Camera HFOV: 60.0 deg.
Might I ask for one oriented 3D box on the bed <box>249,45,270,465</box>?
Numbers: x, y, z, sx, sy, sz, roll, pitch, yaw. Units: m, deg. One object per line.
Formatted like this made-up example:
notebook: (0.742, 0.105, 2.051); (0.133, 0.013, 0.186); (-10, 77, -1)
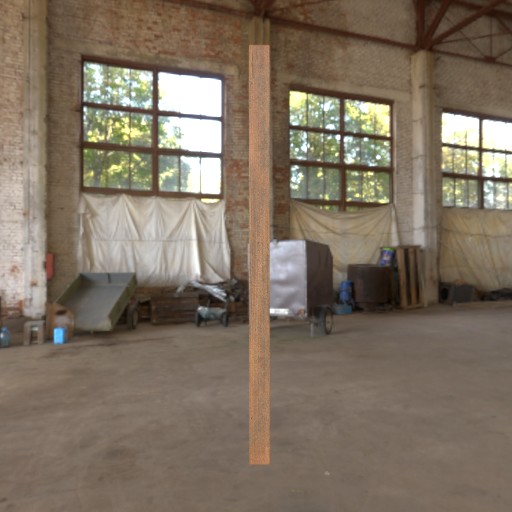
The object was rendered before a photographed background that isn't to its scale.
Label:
bed: (0.000, 0.000, 1.515); (0.046, 0.942, 1.046); (0, 0, -1)
